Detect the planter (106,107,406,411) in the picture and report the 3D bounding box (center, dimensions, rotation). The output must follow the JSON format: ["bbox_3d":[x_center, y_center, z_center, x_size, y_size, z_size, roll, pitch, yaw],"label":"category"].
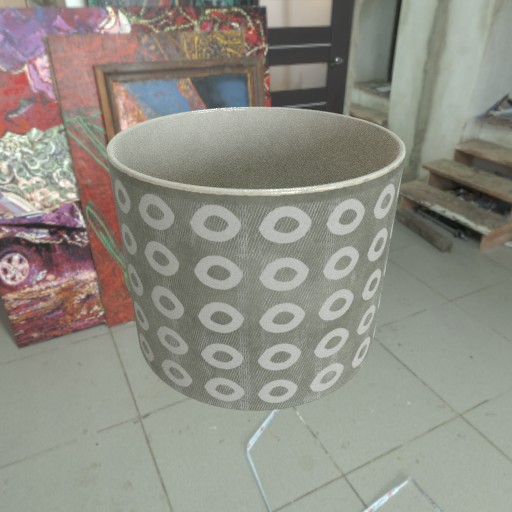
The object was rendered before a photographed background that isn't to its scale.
[{"bbox_3d":[0.000,0.000,0.445,0.250,0.239,0.250,0,30,0],"label":"planter"}]
